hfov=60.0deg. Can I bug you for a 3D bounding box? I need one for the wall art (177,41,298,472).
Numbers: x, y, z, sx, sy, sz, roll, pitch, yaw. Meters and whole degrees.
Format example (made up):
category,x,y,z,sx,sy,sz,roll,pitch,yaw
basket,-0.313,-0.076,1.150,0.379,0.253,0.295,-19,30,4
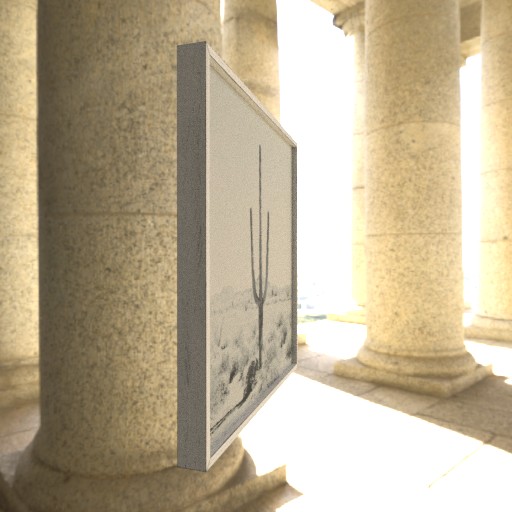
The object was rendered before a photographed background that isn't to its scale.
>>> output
category,x,y,z,sx,sy,sz,roll,pitch,yaw
wall art,0.000,0.000,0.770,0.038,0.508,0.508,0,0,18
